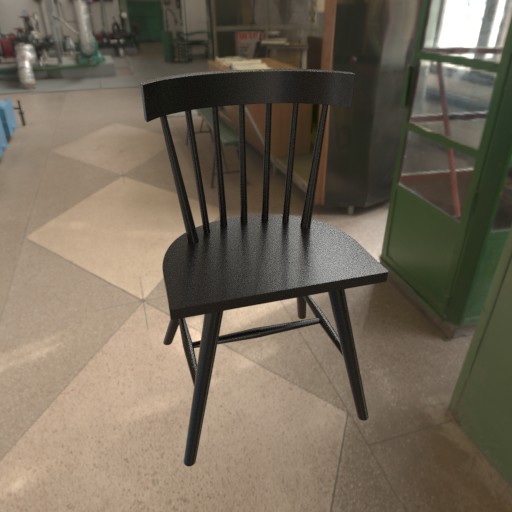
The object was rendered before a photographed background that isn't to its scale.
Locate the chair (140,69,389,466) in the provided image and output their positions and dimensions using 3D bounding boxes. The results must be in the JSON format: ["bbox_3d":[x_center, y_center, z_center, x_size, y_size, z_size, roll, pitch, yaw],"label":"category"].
[{"bbox_3d":[0.000,0.000,1.126,0.506,0.844,0.483,-9,32,-14],"label":"chair"}]
